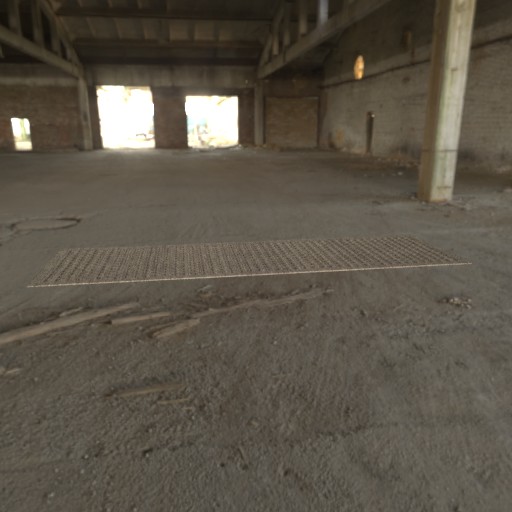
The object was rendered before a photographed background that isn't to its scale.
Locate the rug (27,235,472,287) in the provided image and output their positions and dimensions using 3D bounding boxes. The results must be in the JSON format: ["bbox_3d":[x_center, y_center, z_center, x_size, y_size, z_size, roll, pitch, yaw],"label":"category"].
[{"bbox_3d":[0.000,0.000,2.727,2.443,0.009,0.706,-3,17,-9],"label":"rug"}]
